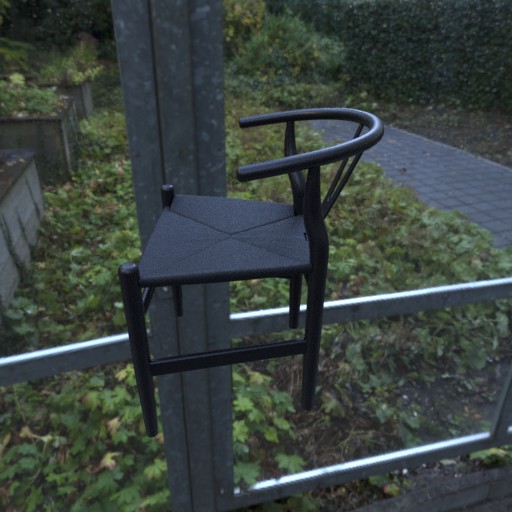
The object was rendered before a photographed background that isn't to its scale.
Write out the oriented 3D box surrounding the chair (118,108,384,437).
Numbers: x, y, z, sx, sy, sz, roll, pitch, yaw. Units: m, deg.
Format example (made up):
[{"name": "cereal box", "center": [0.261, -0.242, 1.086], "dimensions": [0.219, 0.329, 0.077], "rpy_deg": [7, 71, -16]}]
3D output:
[{"name": "chair", "center": [0.000, 0.000, 1.196], "dimensions": [0.579, 0.730, 0.569], "rpy_deg": [-1, 27, -1]}]
